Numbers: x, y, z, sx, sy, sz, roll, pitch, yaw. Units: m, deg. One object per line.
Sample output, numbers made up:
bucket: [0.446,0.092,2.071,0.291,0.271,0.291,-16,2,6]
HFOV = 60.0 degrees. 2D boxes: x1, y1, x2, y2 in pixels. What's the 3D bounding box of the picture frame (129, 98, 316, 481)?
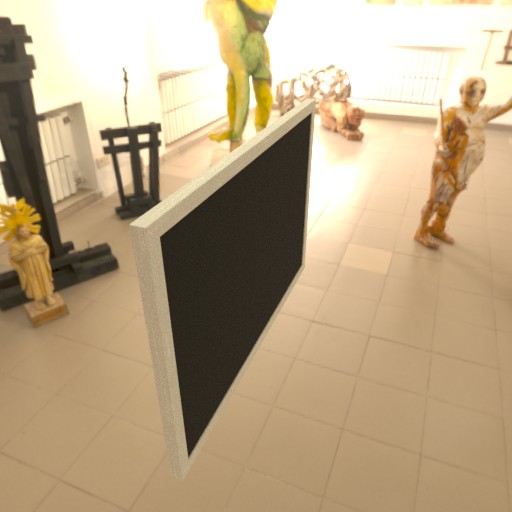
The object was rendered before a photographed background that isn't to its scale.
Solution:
picture frame: [0.000,0.000,1.206,0.029,0.640,0.950,12,33,19]
